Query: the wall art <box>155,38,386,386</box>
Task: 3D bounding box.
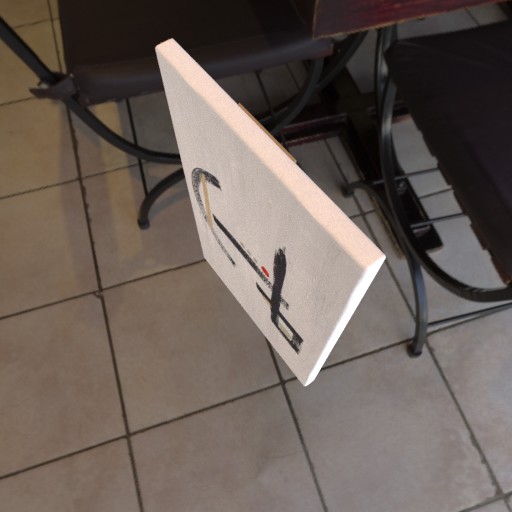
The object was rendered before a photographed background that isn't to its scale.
[{"bbox_3d":[0.000,0.000,1.168,0.048,0.916,0.602,-34,68,-16],"label":"wall art"}]
